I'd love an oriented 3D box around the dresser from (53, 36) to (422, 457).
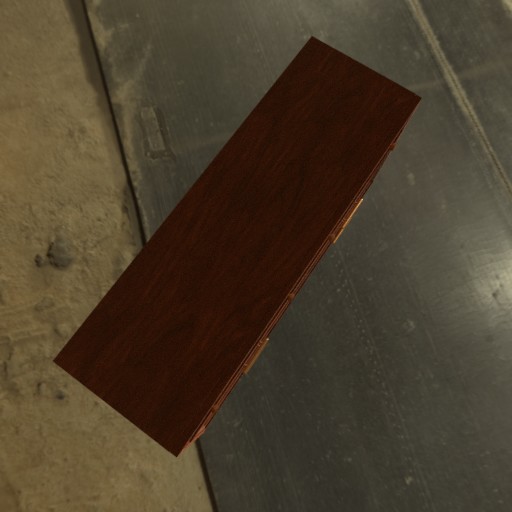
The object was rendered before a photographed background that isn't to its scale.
[{"bbox_3d":[0.000,0.000,1.915,0.500,0.889,1.472,34,77,9],"label":"dresser"}]
